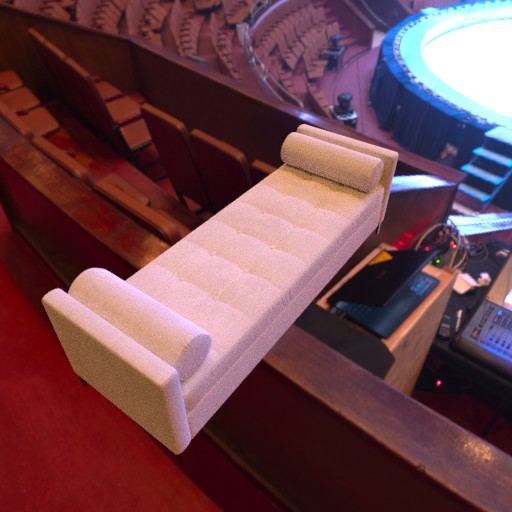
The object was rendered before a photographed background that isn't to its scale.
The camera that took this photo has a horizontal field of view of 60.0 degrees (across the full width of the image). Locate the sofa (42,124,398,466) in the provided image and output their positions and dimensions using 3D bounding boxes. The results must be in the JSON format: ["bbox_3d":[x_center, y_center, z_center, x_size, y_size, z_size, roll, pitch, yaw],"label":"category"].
[{"bbox_3d":[0.000,0.000,2.403,0.686,0.635,1.981,26,47,26],"label":"sofa"}]
